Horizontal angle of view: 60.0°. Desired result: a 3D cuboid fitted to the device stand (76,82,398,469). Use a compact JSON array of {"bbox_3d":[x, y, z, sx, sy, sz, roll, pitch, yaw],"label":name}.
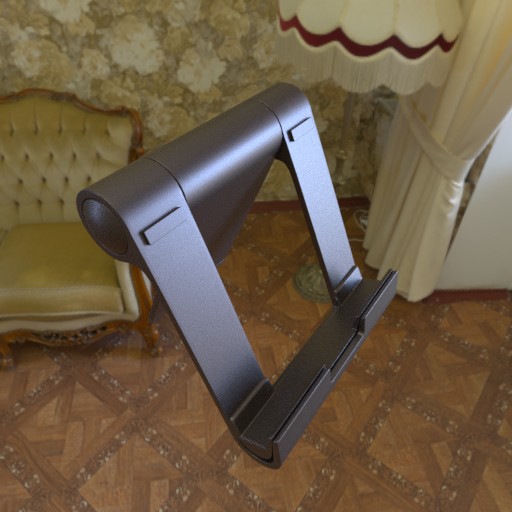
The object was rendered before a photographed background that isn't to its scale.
[{"bbox_3d":[0.000,0.000,0.152,0.079,0.084,0.088,26,48,26],"label":"device stand"}]
